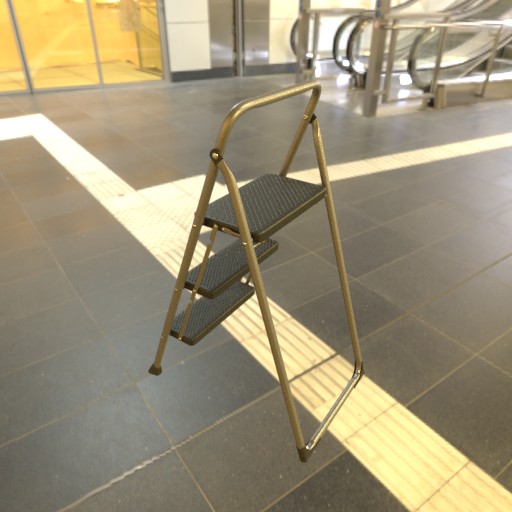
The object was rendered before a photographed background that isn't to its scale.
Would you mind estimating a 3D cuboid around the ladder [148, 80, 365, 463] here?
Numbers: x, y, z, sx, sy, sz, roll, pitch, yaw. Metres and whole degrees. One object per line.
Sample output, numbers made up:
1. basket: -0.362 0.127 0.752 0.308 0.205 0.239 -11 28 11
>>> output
1. ladder: 0.000 0.000 1.295 0.629 0.945 0.430 20 36 29
